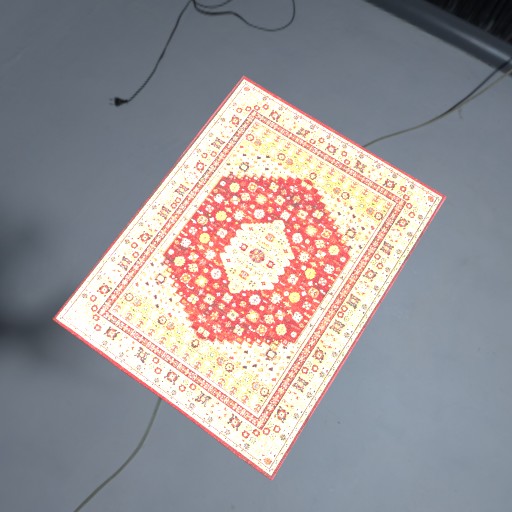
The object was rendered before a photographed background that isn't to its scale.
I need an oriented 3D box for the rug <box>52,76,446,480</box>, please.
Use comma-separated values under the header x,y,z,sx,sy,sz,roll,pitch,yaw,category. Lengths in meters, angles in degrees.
x,y,z,sx,sy,sz,roll,pitch,yaw,category
0.000,0.000,4.152,2.387,0.013,3.053,33,79,8,rug
